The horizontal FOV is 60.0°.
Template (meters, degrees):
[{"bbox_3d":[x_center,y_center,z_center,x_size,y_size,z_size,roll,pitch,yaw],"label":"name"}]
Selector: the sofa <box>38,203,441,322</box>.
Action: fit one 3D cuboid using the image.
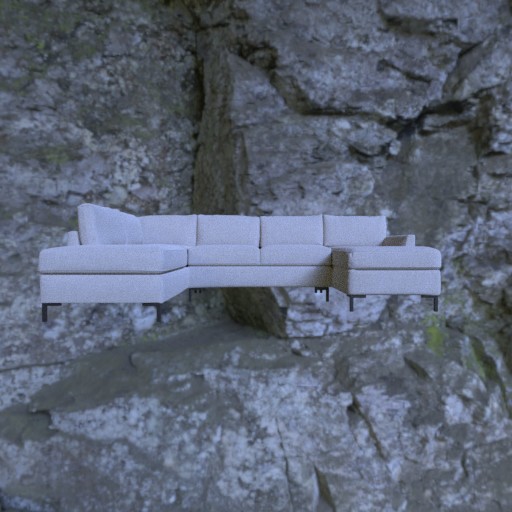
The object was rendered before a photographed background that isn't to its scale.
[{"bbox_3d":[0.000,0.000,3.963,2.984,0.862,1.989,0,1,0],"label":"sofa"}]
